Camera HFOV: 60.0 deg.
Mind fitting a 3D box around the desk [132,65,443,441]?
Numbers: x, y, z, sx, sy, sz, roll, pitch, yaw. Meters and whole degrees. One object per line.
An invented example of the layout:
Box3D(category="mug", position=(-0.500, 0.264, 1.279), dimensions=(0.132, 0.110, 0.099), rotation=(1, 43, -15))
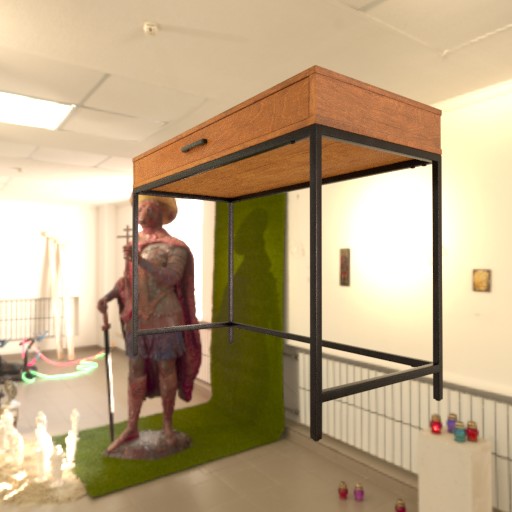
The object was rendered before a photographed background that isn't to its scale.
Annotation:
Box3D(category="desk", position=(0.000, 0.000, 1.434), dimensions=(0.470, 0.762, 1.016), rotation=(0, -1, -36))
